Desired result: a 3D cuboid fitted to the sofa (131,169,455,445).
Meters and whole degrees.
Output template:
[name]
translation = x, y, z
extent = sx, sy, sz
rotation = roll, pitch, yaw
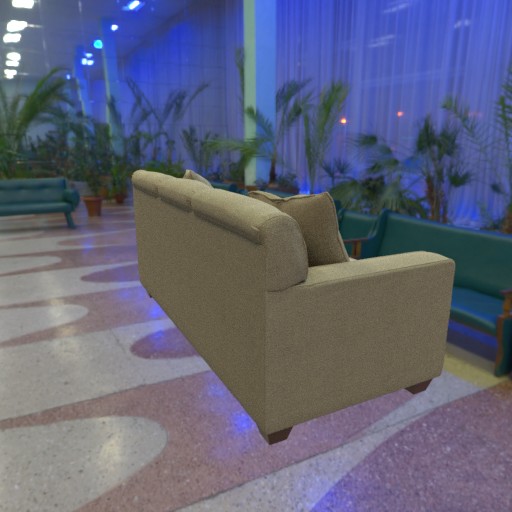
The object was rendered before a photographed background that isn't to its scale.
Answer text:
[sofa]
translation = 0.000, 0.000, 2.615
extent = 0.997, 0.958, 2.024
rotation = -8, 17, -26
